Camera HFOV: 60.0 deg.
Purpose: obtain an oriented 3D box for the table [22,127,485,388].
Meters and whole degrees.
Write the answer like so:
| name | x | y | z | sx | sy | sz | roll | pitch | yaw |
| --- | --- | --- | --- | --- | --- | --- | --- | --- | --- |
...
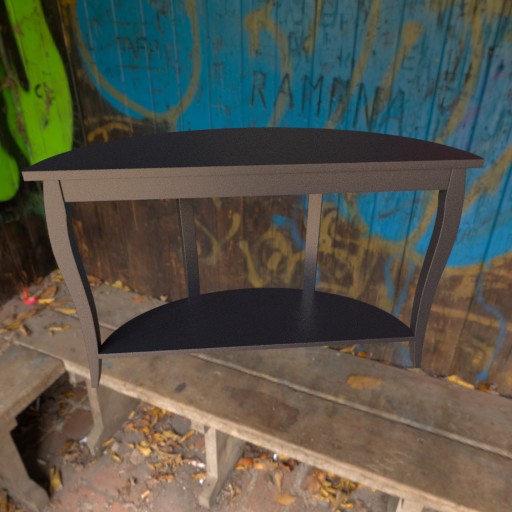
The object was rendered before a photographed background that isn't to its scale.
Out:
| name | x | y | z | sx | sy | sz | roll | pitch | yaw |
| --- | --- | --- | --- | --- | --- | --- | --- | --- | --- |
| table | 0.000 | 0.000 | 1.528 | 1.219 | 0.780 | 0.394 | -2 | 30 | -4 |
